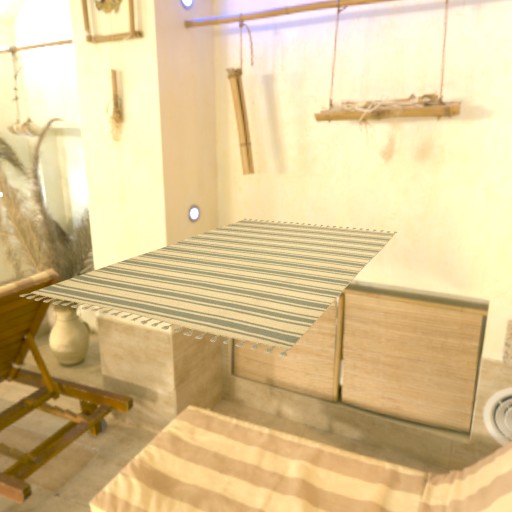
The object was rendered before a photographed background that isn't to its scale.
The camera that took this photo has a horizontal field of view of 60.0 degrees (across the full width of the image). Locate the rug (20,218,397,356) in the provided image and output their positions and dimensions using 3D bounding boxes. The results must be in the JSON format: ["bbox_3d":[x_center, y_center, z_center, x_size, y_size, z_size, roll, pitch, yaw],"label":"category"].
[{"bbox_3d":[0.000,0.000,2.510,1.222,0.009,2.084,7,17,25],"label":"rug"}]
